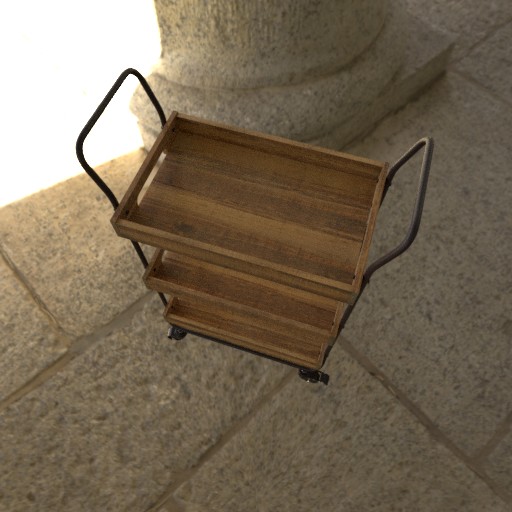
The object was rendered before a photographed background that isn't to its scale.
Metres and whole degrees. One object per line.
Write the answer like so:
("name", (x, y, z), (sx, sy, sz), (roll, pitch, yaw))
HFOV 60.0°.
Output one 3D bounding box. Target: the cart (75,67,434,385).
("cart", (0.000, 0.000, 1.129), (0.583, 0.857, 0.339), (16, 63, 9))
